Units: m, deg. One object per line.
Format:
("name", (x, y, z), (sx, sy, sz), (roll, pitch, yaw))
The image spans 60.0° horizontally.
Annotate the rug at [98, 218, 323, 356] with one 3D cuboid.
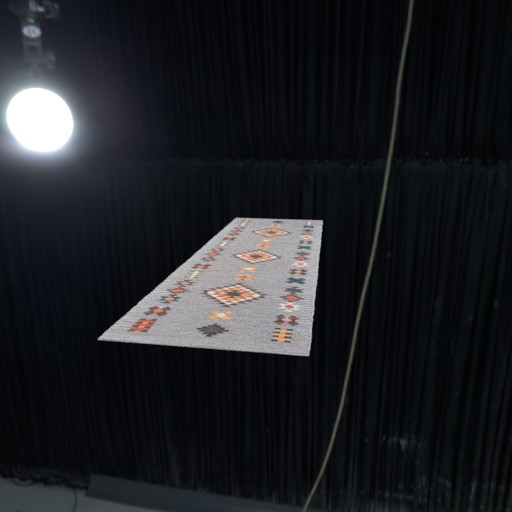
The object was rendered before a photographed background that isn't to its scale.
("rug", (0.000, 0.000, 2.701), (0.766, 0.008, 2.432), (2, 16, 9))
